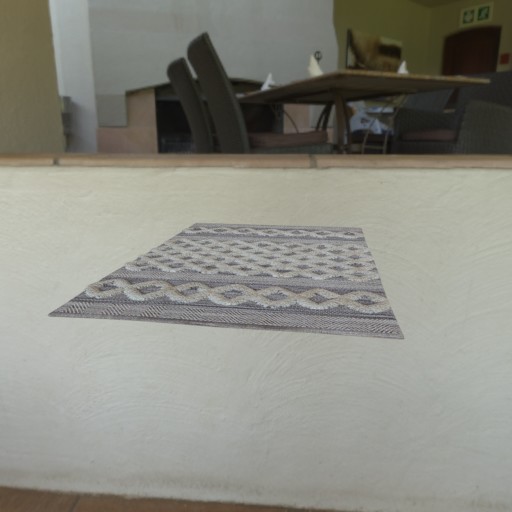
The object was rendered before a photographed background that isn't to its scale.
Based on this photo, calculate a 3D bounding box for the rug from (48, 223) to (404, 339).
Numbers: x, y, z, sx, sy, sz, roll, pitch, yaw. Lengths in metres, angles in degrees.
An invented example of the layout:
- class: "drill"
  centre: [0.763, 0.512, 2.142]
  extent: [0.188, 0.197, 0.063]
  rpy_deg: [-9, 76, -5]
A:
- class: "rug"
  centre: [0.000, 0.000, 2.342]
  extent: [1.222, 0.030, 1.823]
  rpy_deg: [2, 15, 9]
